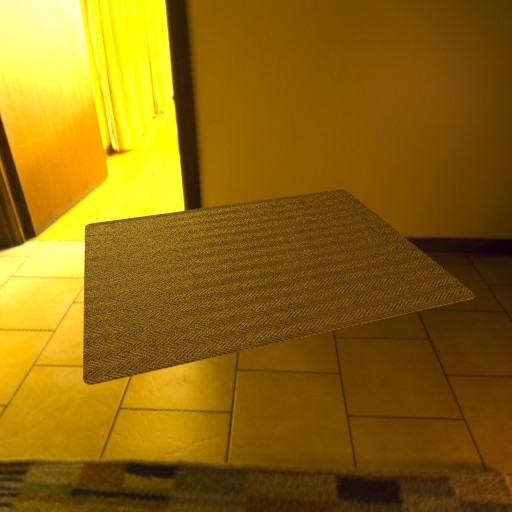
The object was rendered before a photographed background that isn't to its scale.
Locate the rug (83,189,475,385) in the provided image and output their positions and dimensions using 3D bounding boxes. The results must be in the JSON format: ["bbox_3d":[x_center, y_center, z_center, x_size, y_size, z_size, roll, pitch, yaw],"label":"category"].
[{"bbox_3d":[0.000,0.000,4.354,3.207,0.014,2.439,-10,33,-15],"label":"rug"}]
